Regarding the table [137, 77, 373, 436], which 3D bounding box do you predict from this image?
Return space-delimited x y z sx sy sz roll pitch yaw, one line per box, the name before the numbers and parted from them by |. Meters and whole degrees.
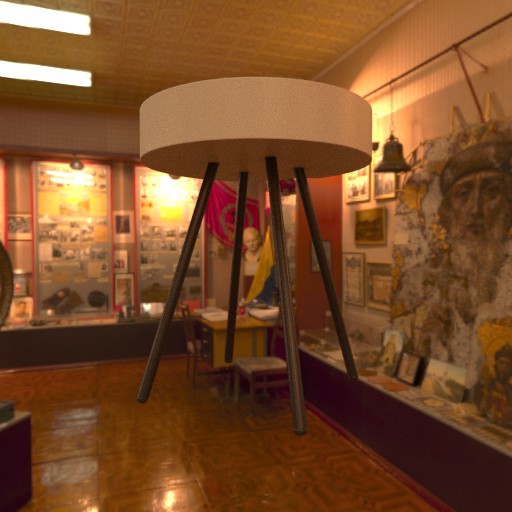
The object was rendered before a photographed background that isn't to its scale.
table | 0.000 0.000 0.858 0.450 0.525 0.450 0 1 0
